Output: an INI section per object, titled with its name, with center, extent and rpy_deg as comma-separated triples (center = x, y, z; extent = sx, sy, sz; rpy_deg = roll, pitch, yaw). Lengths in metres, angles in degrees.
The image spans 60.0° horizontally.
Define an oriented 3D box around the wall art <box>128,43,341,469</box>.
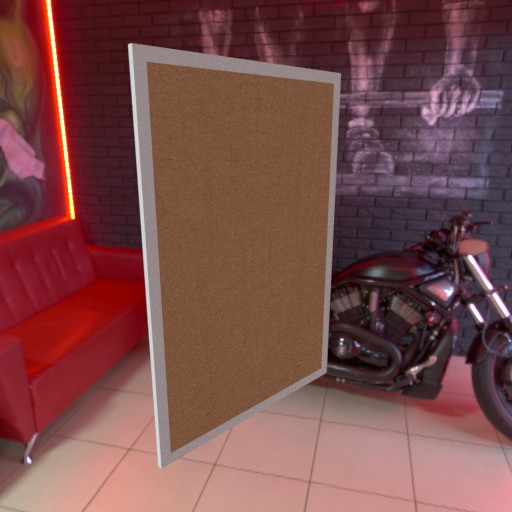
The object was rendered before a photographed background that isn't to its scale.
[wall art]
center = 0.000, 0.000, 1.191
extent = 0.660, 0.965, 0.015
rpy_deg = -14, 21, -42
